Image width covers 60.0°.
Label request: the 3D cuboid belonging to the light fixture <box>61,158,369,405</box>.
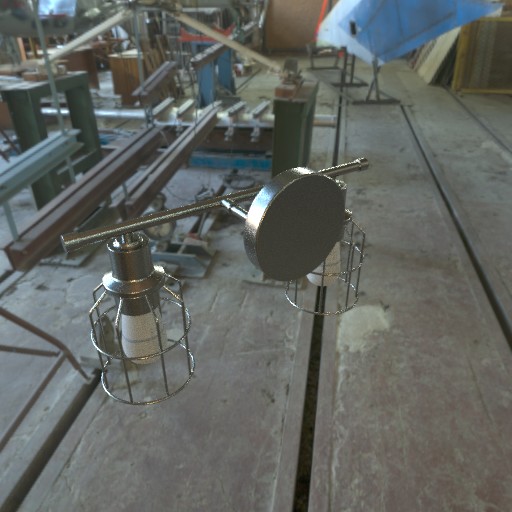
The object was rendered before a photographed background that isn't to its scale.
[{"bbox_3d":[0.000,0.000,0.534,0.406,0.254,0.165,-19,35,-30],"label":"light fixture"}]
